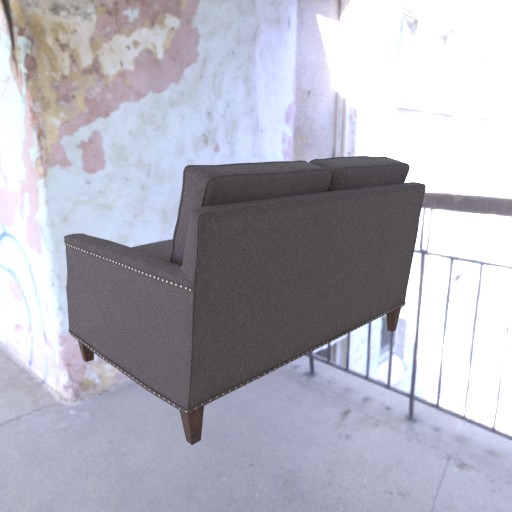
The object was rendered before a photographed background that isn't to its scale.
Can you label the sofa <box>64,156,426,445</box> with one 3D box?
[{"bbox_3d":[0.000,0.000,2.285,1.597,1.003,1.084,-13,19,-43],"label":"sofa"}]
